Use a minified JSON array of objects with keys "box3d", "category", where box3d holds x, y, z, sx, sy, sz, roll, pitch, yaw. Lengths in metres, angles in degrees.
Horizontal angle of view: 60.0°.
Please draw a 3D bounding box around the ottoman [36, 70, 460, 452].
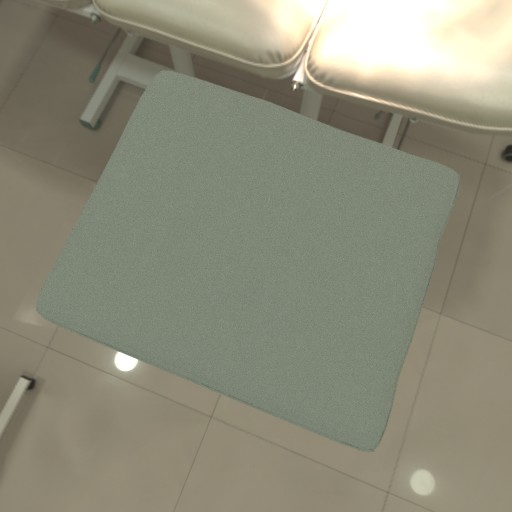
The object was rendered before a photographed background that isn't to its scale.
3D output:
[{"box3d":[0.000,0.000,1.426,0.991,0.494,0.842,21,77,5],"category":"ottoman"}]
